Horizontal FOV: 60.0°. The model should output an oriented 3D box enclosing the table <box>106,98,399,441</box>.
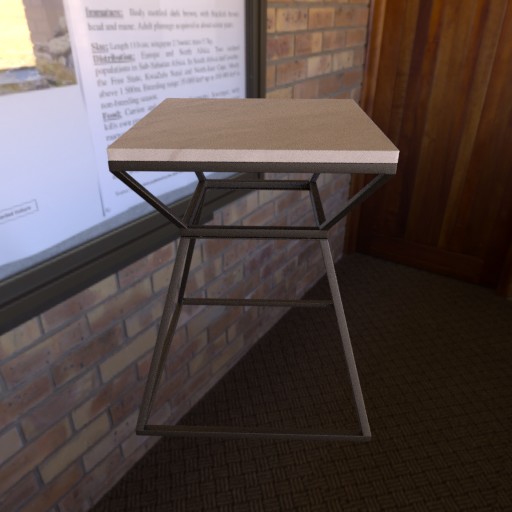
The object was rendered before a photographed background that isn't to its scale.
[{"bbox_3d":[0.000,0.000,0.922,0.455,0.559,0.455,1,29,2],"label":"table"}]
